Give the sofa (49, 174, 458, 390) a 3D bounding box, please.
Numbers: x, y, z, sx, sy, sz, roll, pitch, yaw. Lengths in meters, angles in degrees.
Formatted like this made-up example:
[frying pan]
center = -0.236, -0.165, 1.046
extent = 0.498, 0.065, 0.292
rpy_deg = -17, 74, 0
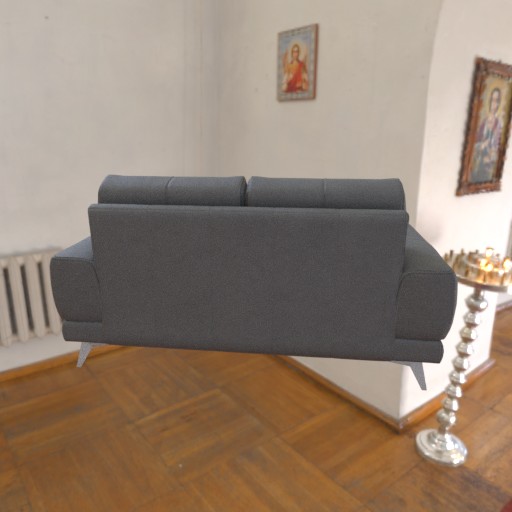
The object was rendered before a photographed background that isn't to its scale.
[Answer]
[sofa]
center = 0.000, 0.000, 2.370
extent = 1.806, 0.907, 1.018
rpy_deg = 2, 16, 7
